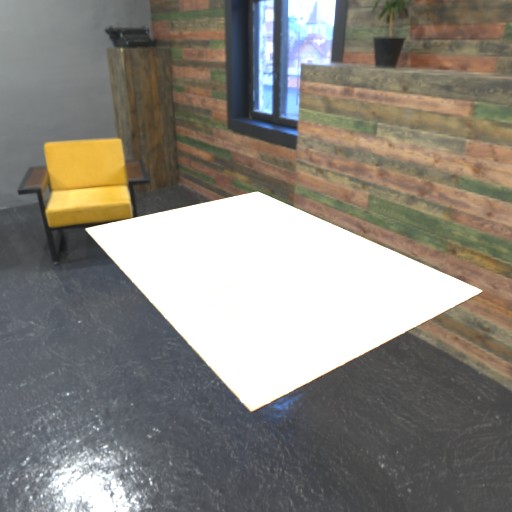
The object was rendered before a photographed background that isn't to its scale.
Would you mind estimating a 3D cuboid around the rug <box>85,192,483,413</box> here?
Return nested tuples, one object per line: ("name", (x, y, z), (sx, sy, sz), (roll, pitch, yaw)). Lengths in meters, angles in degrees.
("rug", (0.000, 0.000, 2.797), (1.524, 0.010, 2.134), (-17, 31, -31))
